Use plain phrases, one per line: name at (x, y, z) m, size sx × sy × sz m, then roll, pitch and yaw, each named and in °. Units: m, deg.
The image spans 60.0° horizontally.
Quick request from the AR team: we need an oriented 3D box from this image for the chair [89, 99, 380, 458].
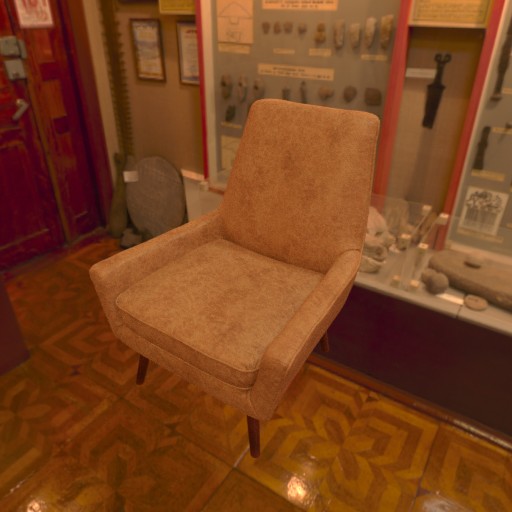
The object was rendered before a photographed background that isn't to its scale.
chair at (0.000, 0.000, 1.529) m, size 0.753 × 0.883 × 0.851 m, roll 20°, pitch 36°, yaw 29°
